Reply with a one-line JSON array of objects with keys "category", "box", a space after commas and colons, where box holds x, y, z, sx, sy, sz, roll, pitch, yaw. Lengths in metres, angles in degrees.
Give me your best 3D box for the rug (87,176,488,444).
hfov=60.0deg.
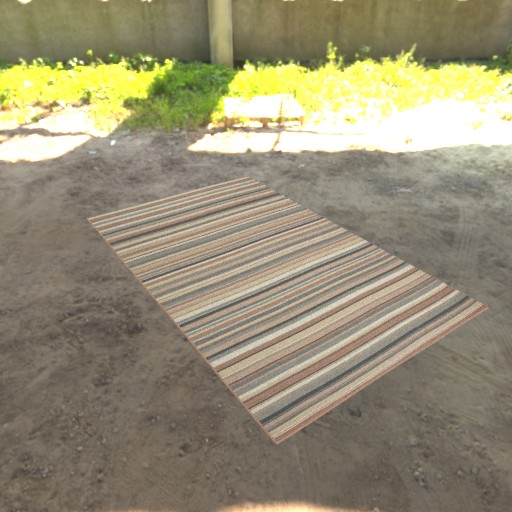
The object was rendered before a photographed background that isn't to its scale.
[{"category": "rug", "box": [0.000, 0.000, 2.998, 1.523, 0.014, 2.438, -21, 37, -29]}]
